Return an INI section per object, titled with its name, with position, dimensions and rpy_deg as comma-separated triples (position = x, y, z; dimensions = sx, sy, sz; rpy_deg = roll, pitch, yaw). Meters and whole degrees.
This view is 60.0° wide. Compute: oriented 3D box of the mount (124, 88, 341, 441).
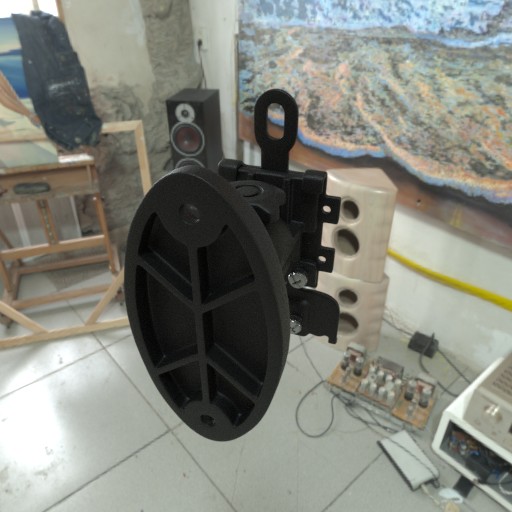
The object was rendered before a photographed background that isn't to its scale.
[mount]
position = 0.000, 0.000, 0.176
dimensions = 0.066, 0.118, 0.100
rpy_deg = 11, 34, 17
